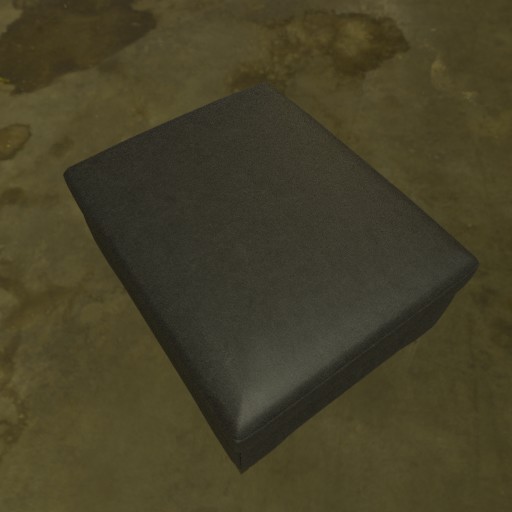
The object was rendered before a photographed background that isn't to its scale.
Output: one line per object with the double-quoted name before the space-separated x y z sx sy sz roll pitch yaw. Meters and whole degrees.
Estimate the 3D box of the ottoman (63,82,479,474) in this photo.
"ottoman" 0.000 0.000 1.747 0.967 0.696 1.187 -30 61 -19
